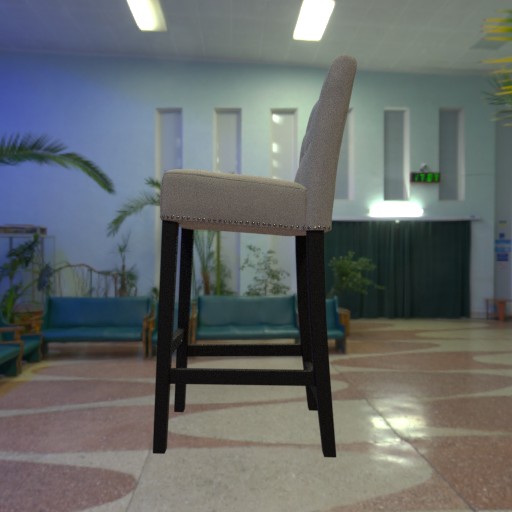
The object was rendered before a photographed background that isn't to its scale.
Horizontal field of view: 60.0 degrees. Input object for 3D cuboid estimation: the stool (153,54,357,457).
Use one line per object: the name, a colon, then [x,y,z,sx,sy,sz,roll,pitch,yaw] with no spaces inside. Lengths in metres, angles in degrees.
stool: [0.000,0.000,1.335,0.548,1.047,0.411,0,0,0]
